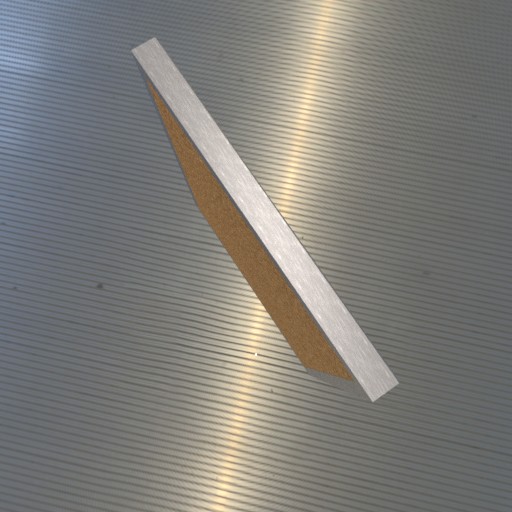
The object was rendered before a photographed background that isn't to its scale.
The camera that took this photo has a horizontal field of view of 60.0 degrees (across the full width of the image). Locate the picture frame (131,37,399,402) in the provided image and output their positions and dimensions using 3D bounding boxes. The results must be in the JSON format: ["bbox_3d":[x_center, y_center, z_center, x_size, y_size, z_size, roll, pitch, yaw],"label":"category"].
[{"bbox_3d":[0.000,0.000,0.516,0.027,0.378,0.327,-33,79,-7],"label":"picture frame"}]
